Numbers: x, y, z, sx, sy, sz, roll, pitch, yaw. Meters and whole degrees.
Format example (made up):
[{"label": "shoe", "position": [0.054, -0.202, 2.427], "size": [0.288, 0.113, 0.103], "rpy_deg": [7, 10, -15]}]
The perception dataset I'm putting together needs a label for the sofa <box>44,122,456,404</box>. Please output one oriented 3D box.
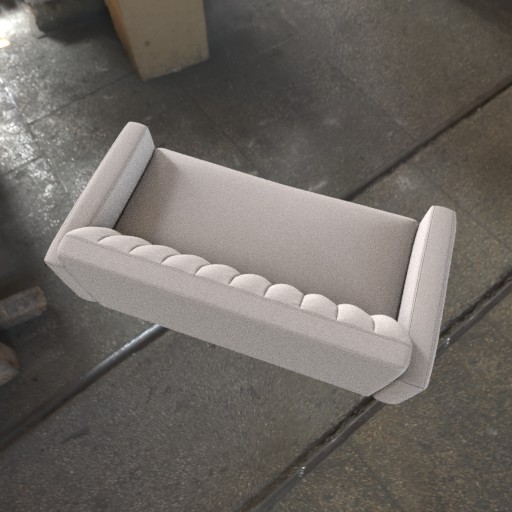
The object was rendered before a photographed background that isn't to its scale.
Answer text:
[{"label": "sofa", "position": [0.000, 0.000, 2.425], "size": [1.895, 0.814, 0.969], "rpy_deg": [17, 65, 8]}]
